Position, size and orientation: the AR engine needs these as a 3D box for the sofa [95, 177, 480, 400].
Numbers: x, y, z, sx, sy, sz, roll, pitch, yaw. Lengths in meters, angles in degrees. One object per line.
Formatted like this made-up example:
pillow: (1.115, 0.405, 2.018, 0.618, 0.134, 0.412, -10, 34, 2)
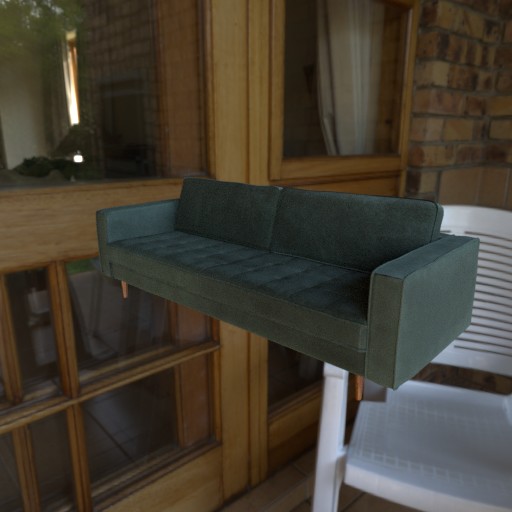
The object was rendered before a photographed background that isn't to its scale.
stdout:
sofa: (0.000, 0.000, 2.598, 2.214, 0.781, 0.886, 14, 20, 41)
